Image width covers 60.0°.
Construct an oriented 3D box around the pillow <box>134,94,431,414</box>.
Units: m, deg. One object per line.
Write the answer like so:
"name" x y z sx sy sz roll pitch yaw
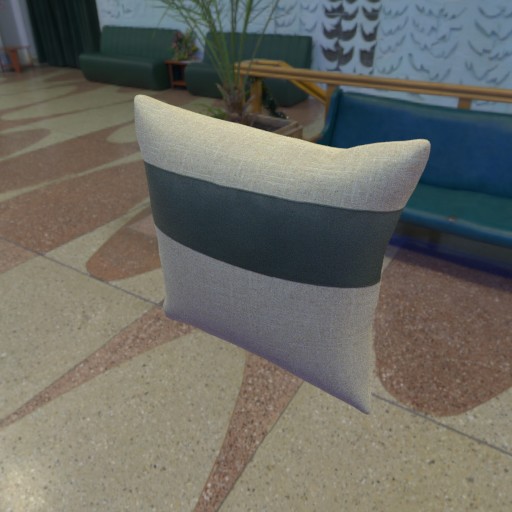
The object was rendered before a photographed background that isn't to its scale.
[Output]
"pillow" 0.000 0.000 0.634 0.414 0.399 0.173 19 36 29
